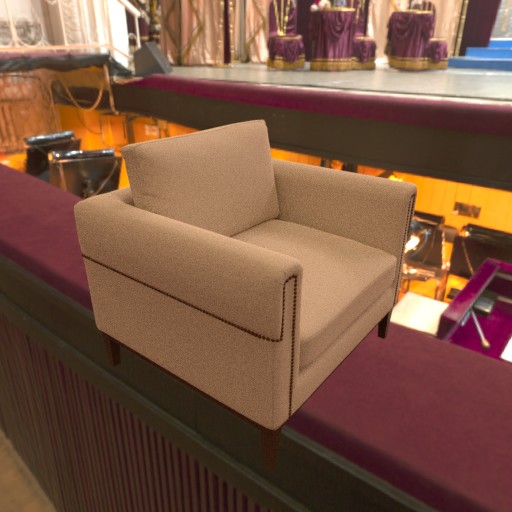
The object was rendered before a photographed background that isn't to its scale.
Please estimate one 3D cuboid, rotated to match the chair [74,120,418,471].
[{"bbox_3d":[0.000,0.000,1.733,0.896,0.915,0.982,19,31,34],"label":"chair"}]
